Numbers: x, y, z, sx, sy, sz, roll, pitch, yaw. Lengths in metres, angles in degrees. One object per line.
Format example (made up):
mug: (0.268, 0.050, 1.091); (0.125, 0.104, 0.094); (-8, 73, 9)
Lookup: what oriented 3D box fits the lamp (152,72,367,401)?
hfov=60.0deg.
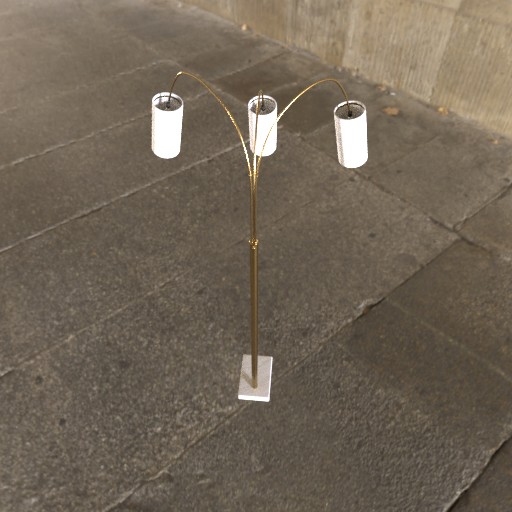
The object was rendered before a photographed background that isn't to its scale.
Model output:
lamp: (0.000, 0.000, 2.453); (1.020, 2.055, 0.667); (4, 45, 4)
